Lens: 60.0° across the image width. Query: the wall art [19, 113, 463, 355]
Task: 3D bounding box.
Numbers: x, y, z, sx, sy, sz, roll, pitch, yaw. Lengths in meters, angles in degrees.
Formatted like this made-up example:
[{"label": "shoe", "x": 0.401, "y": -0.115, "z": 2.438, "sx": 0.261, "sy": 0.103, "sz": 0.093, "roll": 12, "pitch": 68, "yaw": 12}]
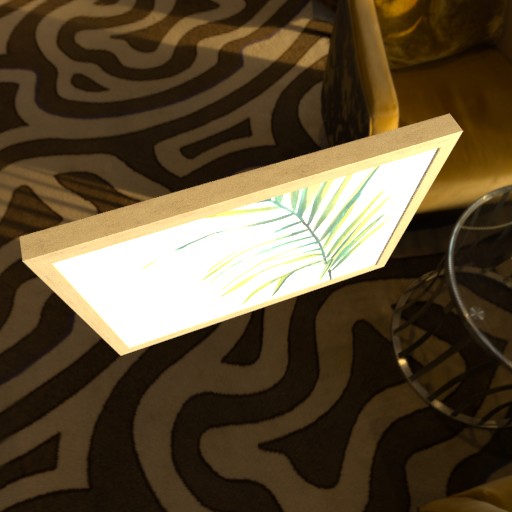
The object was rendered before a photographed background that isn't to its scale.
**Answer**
[{"label": "wall art", "x": 0.000, "y": 0.000, "z": 0.682, "sx": 0.532, "sy": 0.380, "sz": 0.032, "roll": -18, "pitch": 64, "yaw": -9}]
